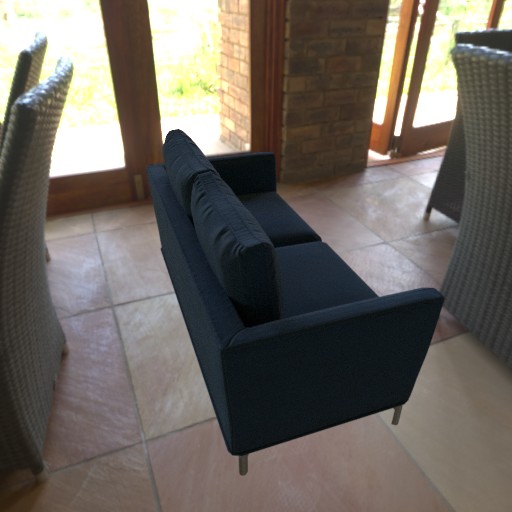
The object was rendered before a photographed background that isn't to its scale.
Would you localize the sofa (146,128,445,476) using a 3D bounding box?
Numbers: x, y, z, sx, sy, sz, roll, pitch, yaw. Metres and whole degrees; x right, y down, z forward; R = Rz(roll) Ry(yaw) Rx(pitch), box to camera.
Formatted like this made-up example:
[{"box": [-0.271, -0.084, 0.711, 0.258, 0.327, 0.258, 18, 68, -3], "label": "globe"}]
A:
[{"box": [0.000, 0.000, 2.318, 0.853, 1.002, 1.770, -10, 33, -17], "label": "sofa"}]
